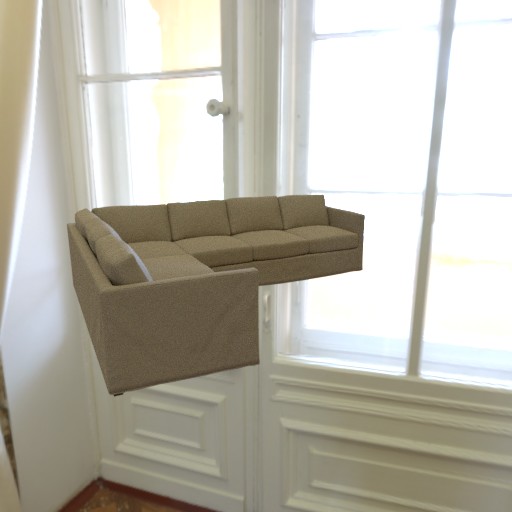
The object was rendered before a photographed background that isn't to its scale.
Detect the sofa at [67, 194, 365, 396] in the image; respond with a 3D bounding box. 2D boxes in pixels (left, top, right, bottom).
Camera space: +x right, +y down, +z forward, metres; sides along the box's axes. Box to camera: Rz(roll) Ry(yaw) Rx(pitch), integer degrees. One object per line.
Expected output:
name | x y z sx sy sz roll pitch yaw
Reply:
sofa | 0.000 0.000 4.283 3.182 0.871 2.432 -7 16 -26
